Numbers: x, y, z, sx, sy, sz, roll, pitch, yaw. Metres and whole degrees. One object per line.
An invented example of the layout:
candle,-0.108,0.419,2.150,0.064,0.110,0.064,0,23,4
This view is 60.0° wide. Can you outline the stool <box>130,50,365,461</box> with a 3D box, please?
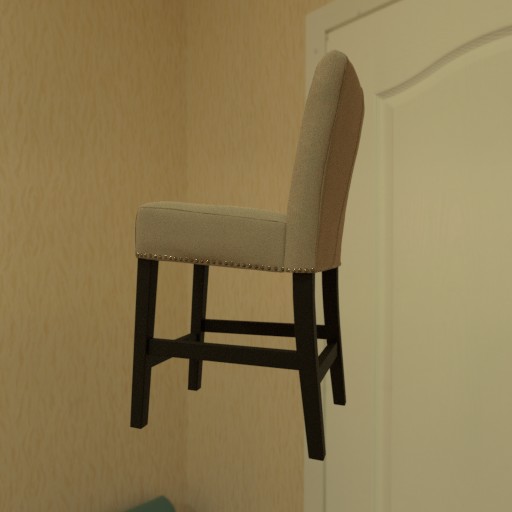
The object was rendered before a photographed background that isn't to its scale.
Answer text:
stool,0.000,0.000,1.209,0.571,0.885,0.427,0,1,18
